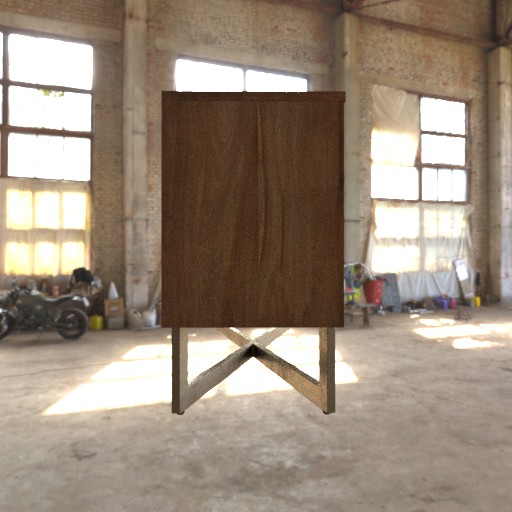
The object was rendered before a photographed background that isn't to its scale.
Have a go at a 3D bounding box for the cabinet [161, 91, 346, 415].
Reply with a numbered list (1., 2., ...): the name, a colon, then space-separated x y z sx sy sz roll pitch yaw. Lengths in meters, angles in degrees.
1. cabinet: 0.000 0.000 1.780 0.480 0.812 1.373 0 0 0
